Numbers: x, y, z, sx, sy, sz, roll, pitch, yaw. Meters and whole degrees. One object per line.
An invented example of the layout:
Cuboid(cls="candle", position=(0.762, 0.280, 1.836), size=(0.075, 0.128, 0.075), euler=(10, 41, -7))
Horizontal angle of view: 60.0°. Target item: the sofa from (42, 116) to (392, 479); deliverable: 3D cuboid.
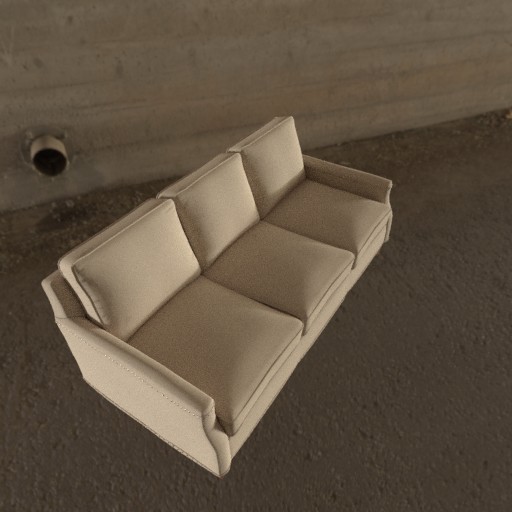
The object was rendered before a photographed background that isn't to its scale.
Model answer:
Cuboid(cls="sofa", position=(0.000, 0.000, 2.809), size=(1.084, 1.003, 2.246), euler=(23, 45, 25))
